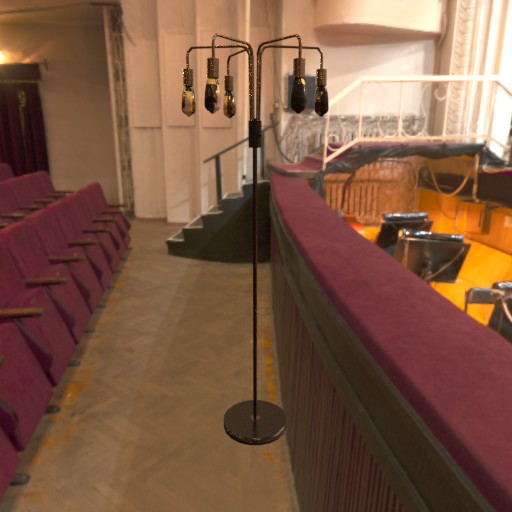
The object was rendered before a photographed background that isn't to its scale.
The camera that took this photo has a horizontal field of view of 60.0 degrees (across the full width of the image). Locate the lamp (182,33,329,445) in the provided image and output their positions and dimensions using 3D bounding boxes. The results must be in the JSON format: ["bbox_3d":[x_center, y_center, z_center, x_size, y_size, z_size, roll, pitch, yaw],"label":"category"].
[{"bbox_3d":[0.000,0.000,1.970,0.599,1.721,0.572,-2,16,-8],"label":"lamp"}]
